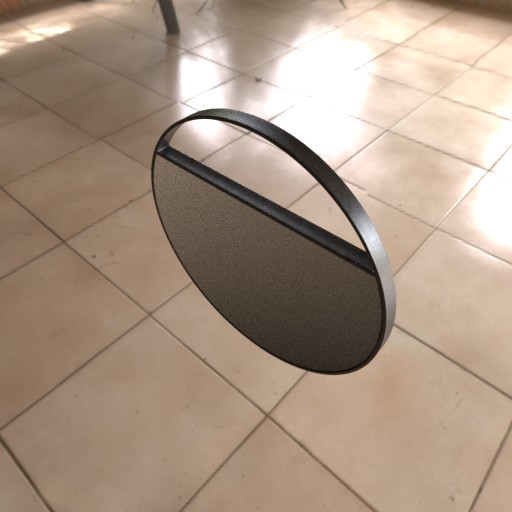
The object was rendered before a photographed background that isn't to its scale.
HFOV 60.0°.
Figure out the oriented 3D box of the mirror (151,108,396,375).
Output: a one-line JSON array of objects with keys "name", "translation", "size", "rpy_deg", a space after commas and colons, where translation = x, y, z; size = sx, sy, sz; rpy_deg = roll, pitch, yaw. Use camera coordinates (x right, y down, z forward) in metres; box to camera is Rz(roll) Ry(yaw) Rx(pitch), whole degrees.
[{"name": "mirror", "translation": [0.000, 0.000, 0.852], "size": [0.565, 0.565, 0.032], "rpy_deg": [32, 54, 27]}]
